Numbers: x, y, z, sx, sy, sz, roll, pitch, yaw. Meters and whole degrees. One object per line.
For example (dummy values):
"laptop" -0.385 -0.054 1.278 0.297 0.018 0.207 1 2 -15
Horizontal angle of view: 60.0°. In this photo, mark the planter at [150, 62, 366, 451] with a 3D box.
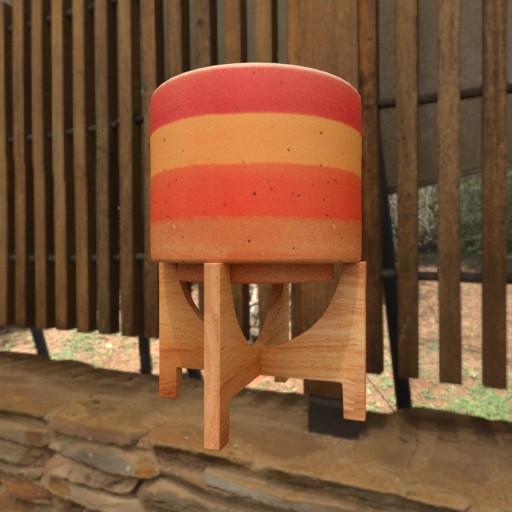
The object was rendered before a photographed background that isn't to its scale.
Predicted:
"planter" 0.000 0.000 0.557 0.269 0.379 0.269 0 0 0
